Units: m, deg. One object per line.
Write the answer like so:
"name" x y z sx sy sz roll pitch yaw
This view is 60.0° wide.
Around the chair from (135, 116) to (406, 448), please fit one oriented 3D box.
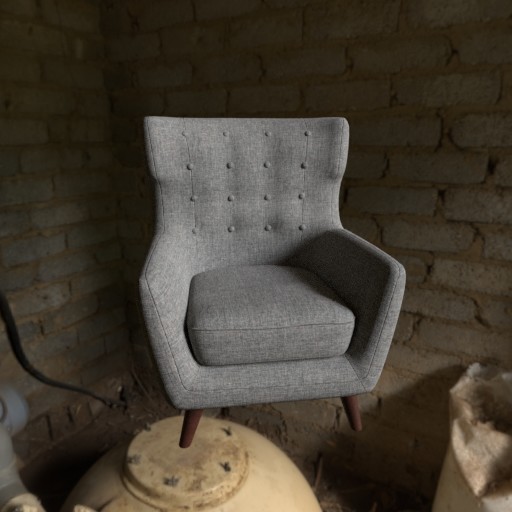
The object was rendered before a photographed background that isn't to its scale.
"chair" 0.000 0.000 1.748 0.878 1.063 0.904 -2 16 -8
